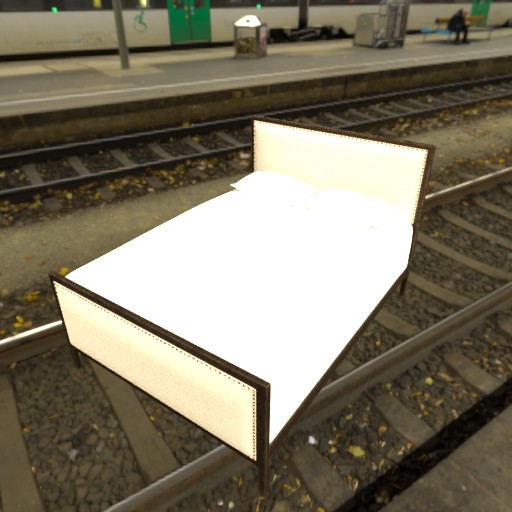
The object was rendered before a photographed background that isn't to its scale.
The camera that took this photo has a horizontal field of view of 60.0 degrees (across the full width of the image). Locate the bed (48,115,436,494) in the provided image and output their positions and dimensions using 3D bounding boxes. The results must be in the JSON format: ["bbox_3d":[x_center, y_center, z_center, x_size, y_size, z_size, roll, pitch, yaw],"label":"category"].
[{"bbox_3d":[0.000,0.000,3.124,1.607,1.313,2.221,20,36,30],"label":"bed"}]
